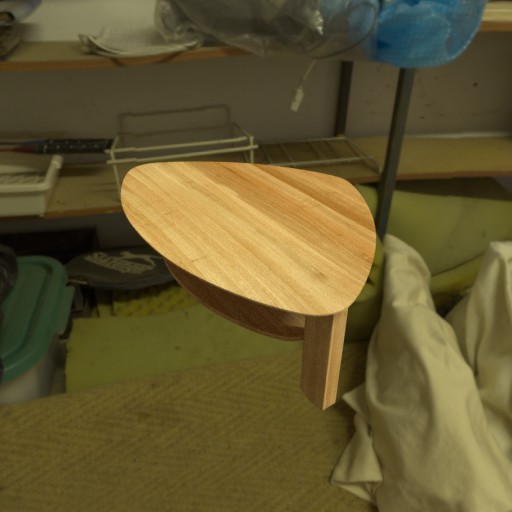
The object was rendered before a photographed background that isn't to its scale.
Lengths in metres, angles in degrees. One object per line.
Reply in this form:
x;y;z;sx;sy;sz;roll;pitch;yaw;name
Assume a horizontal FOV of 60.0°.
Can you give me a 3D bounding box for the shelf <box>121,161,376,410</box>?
0.000;0.000;1.712;0.863;0.439;1.240;-20;36;-29;shelf
